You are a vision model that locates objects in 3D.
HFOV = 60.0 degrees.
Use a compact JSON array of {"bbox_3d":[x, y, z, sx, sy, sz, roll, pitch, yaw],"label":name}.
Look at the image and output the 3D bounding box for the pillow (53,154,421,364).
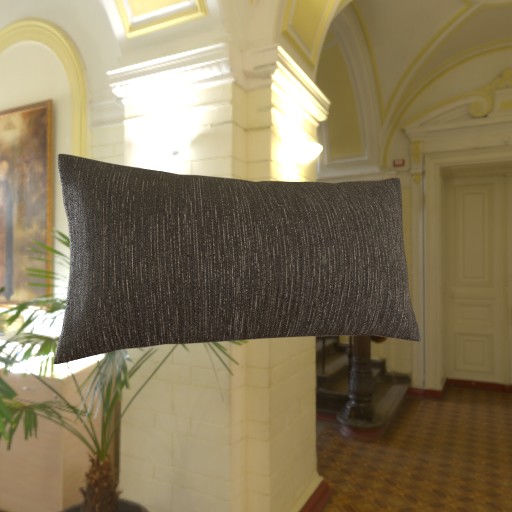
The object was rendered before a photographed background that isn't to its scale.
[{"bbox_3d":[0.000,0.000,0.731,0.608,0.305,0.156,0,-1,-18],"label":"pillow"}]
